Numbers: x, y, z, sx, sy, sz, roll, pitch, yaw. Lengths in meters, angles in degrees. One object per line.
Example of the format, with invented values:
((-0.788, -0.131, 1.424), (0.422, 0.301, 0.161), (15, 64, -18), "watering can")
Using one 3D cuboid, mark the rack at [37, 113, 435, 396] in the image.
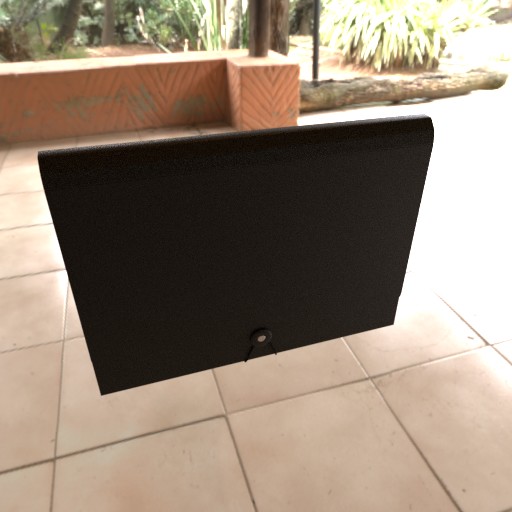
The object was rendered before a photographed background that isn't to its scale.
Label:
((0.000, 0.000, 0.427), (0.330, 0.241, 0.041), (-10, 34, -15), "rack")
